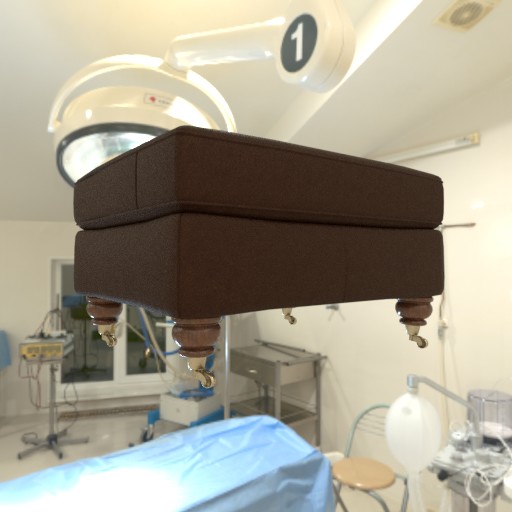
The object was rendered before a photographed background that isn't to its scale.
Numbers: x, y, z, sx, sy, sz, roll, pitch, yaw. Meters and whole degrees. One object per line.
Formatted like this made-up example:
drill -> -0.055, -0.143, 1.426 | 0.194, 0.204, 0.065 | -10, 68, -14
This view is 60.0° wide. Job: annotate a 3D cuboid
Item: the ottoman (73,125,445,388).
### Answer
ottoman -> 0.000, 0.000, 1.793 | 1.187, 0.730, 0.967 | 0, 0, -37
